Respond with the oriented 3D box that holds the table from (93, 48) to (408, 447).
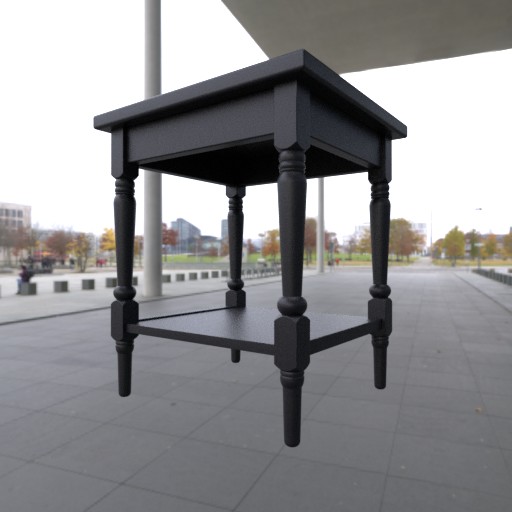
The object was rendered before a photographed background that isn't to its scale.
[{"bbox_3d":[0.000,0.000,0.921,0.488,0.565,0.442,0,0,36],"label":"table"}]
